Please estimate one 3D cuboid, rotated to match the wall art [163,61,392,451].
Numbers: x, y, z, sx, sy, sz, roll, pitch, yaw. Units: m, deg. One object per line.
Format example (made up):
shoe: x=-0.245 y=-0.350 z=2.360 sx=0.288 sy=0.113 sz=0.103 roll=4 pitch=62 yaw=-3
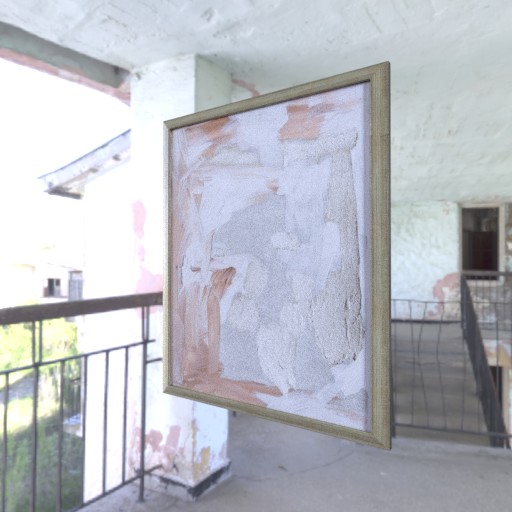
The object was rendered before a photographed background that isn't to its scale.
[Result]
wall art: x=0.000 y=0.000 z=0.915 sx=0.559 sy=0.660 sz=0.018 roll=0 pitch=-1 yaw=36
